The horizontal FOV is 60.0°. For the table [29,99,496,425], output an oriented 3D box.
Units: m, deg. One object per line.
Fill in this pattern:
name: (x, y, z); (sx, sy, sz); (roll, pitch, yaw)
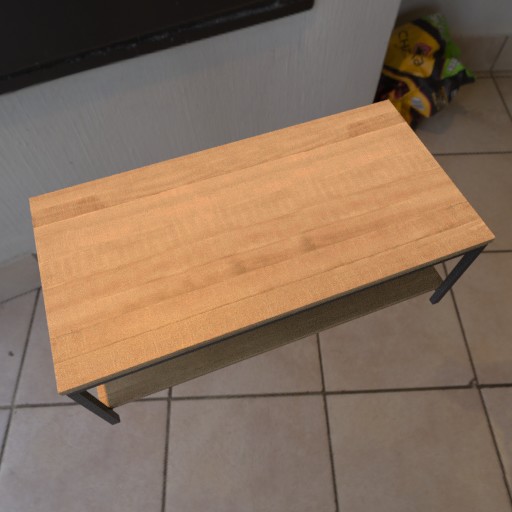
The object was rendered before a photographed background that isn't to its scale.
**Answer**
table: (0.000, 0.000, 1.333); (1.100, 0.399, 0.551); (-18, 61, -10)
